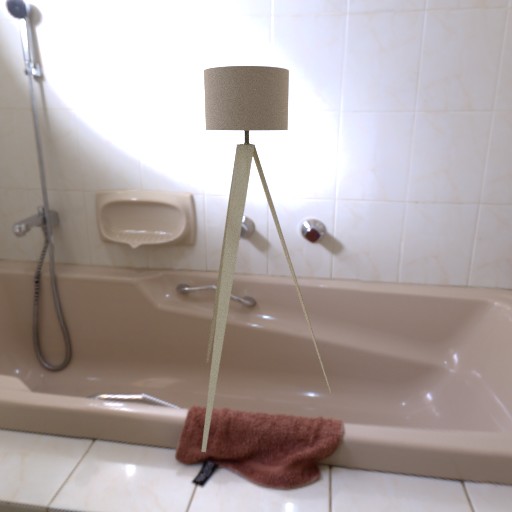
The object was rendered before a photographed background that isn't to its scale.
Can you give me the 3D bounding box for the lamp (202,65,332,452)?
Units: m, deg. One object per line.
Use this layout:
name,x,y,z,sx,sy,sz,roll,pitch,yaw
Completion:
lamp,0.000,0.000,1.950,0.724,1.524,0.716,3,17,11
